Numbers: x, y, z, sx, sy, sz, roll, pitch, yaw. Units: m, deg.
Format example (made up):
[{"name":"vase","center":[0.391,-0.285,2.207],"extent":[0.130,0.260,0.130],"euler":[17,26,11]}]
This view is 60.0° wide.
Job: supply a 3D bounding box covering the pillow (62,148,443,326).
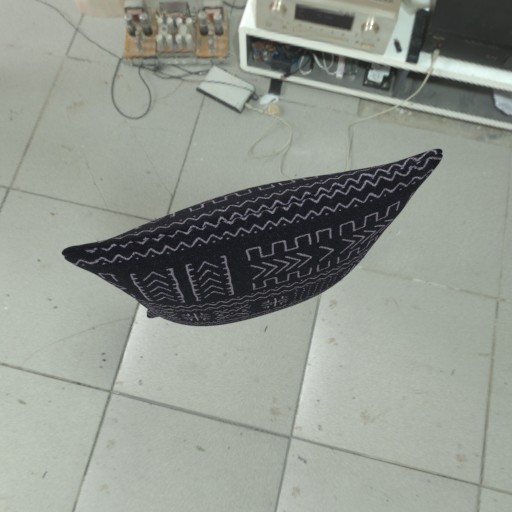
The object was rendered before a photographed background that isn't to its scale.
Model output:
[{"name":"pillow","center":[0.000,0.000,0.679],"extent":[0.438,0.430,0.164],"euler":[-15,75,-4]}]
